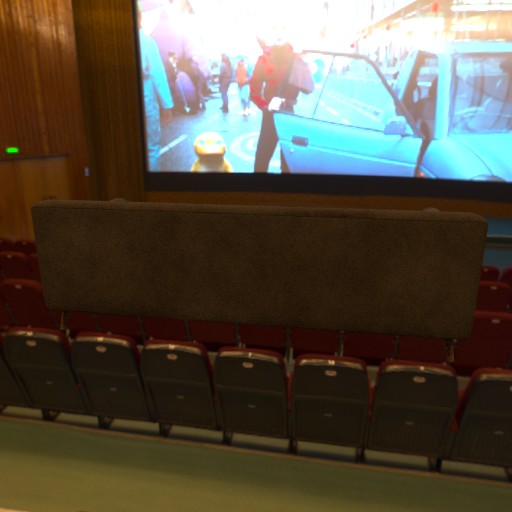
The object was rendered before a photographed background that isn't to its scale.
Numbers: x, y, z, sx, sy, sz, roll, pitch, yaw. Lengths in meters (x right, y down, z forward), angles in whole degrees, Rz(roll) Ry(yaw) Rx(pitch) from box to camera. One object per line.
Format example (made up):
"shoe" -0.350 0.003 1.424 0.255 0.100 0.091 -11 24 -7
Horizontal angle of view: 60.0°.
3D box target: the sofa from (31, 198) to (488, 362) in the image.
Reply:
"sofa" 0.000 0.000 2.591 2.190 0.740 0.900 3 17 9
